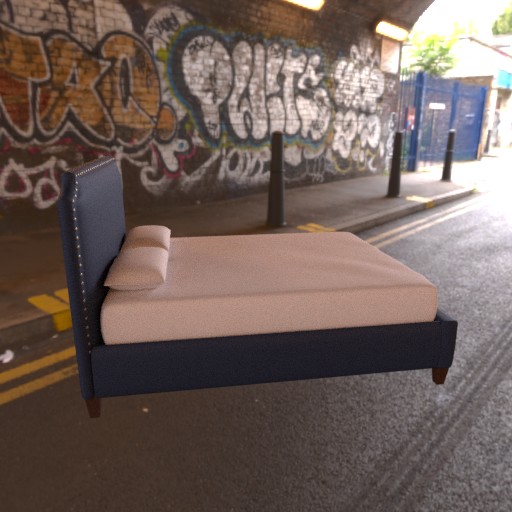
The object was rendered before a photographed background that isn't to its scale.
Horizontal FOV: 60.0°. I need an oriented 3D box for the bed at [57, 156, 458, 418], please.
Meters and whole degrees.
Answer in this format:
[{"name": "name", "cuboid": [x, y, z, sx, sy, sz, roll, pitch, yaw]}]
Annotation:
[{"name": "bed", "cuboid": [0.000, 0.000, 3.379, 2.372, 1.443, 1.712, -3, 16, -9]}]
